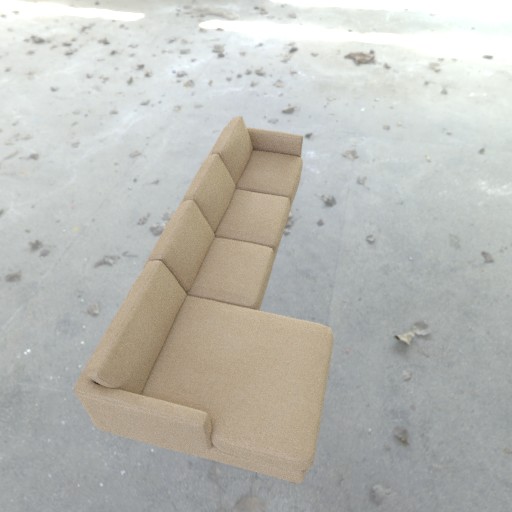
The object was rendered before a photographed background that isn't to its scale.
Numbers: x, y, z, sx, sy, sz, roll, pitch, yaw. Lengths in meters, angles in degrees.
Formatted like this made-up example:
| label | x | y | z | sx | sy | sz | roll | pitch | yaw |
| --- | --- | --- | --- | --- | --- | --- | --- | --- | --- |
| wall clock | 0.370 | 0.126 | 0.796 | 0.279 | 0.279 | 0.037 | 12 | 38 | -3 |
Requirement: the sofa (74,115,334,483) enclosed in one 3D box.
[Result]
| label | x | y | z | sx | sy | sz | roll | pitch | yaw |
| --- | --- | --- | --- | --- | --- | --- | --- | --- | --- |
| sofa | 0.000 | 0.000 | 3.752 | 1.502 | 0.876 | 3.201 | 11 | 48 | 10 |
